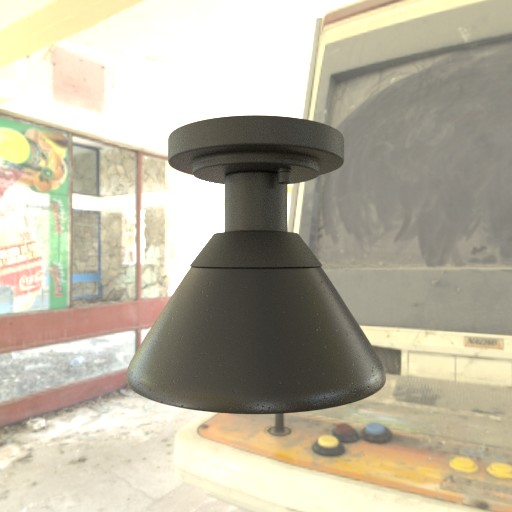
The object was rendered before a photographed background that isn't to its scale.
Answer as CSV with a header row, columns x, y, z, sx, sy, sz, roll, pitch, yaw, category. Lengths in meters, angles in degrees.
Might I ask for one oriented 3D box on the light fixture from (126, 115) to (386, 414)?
x,y,z,sx,sy,sz,roll,pitch,yaw,category
0.000,0.000,0.356,0.200,0.183,0.200,0,0,0,light fixture
